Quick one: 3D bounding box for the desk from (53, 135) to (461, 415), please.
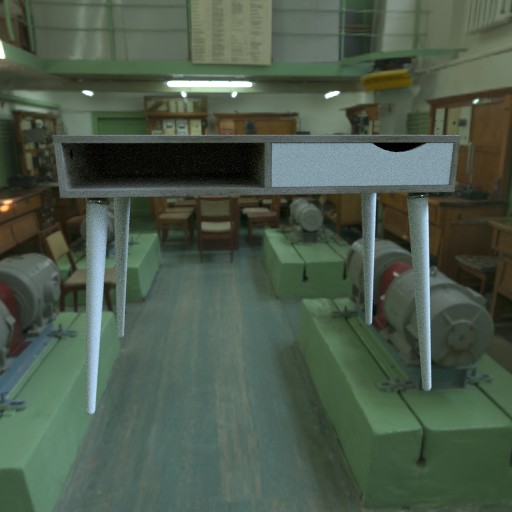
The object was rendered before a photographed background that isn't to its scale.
[{"bbox_3d":[0.000,0.000,1.375,0.979,0.723,0.491,-2,15,-7],"label":"desk"}]
